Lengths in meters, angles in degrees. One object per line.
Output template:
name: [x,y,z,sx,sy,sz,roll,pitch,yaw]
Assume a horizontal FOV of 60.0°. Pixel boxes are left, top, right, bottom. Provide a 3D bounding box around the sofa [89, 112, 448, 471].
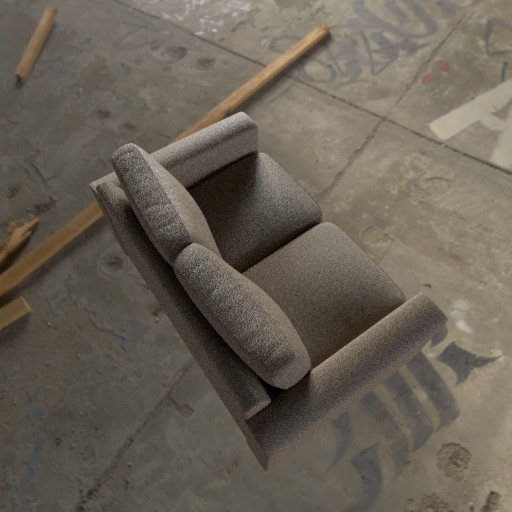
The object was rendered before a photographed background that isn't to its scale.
sofa: [0.000,0.000,2.227,1.016,0.873,1.616,-31,64,-17]
